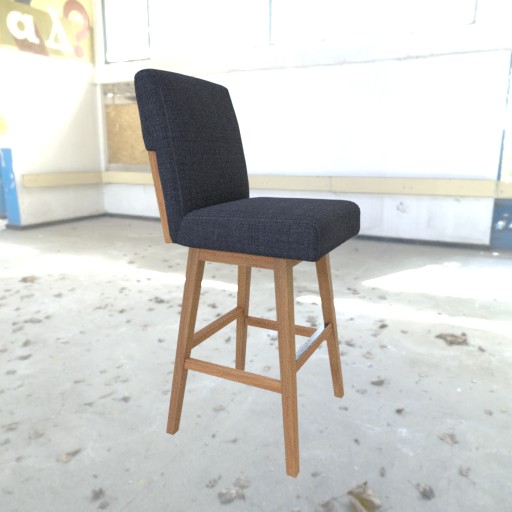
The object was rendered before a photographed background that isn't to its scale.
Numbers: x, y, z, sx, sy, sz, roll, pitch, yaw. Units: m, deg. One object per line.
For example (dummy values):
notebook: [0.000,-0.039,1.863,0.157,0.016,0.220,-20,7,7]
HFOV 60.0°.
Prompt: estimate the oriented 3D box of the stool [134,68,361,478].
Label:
stool: [0.000,0.000,1.414,0.570,1.112,0.483,7,15,26]
